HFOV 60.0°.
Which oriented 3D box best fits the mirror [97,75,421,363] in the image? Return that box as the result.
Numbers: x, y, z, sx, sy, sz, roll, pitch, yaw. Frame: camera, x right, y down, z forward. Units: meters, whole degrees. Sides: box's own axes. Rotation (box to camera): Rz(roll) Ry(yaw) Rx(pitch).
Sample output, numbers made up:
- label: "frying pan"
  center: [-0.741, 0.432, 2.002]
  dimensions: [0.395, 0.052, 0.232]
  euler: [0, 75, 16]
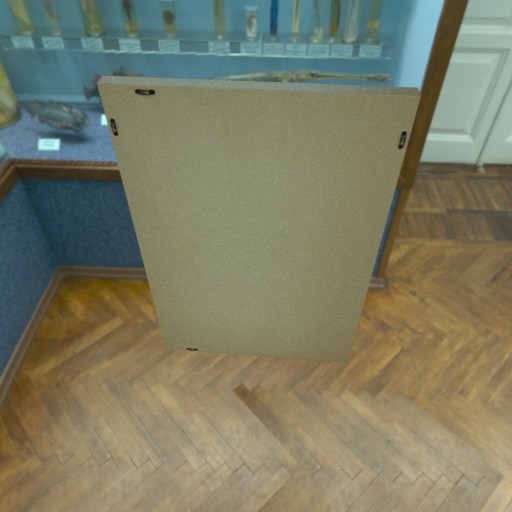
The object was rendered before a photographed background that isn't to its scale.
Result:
- label: "mirror"
  center: [0.000, 0.000, 1.164]
  dimensions: [0.609, 0.915, 0.040]
  euler: [4, 45, 4]
